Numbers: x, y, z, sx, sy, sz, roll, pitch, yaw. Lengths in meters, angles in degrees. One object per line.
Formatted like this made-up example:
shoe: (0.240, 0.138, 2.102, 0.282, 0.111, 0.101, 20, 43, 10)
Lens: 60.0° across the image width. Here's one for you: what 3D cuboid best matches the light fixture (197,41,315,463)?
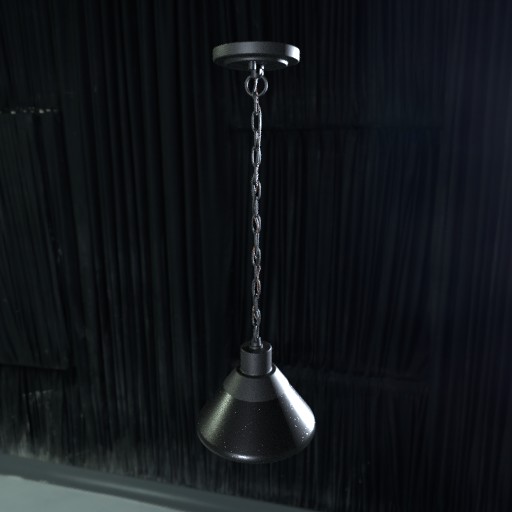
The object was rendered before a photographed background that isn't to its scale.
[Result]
light fixture: (0.000, 0.000, 0.688, 0.201, 0.588, 0.201, 2, 14, 9)
